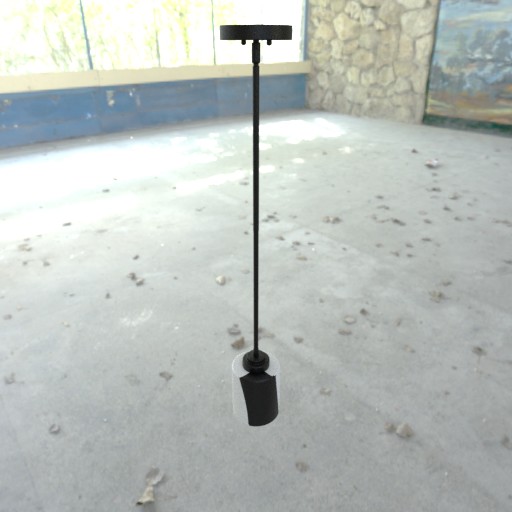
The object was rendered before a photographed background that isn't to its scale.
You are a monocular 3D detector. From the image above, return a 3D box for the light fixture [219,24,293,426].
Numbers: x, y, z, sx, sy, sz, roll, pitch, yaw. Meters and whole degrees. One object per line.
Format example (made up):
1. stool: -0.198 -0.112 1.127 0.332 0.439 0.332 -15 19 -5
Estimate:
1. light fixture: 0.000 0.000 0.935 0.123 0.863 0.123 -19 32 -33
